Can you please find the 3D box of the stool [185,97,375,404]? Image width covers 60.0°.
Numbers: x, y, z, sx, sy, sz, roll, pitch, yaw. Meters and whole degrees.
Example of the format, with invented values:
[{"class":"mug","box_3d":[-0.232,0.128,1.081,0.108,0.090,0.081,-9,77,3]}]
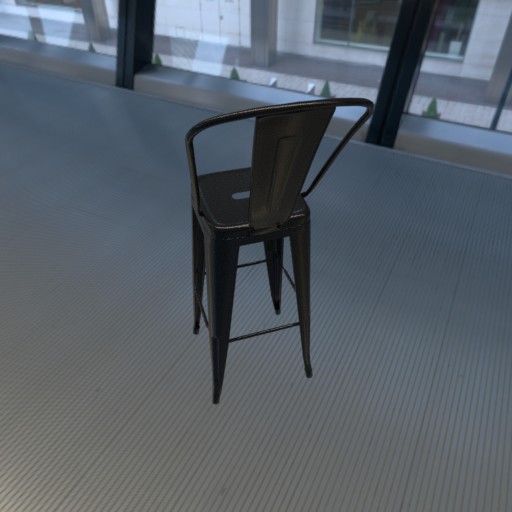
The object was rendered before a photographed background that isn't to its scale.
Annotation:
[{"class":"stool","box_3d":[0.000,0.000,1.324,0.399,1.096,0.513,-12,40,-14]}]
